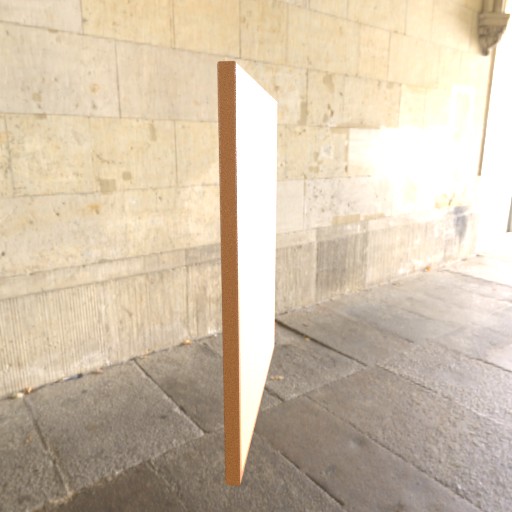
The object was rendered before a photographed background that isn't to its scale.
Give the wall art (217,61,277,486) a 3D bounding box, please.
[{"bbox_3d":[0.000,0.000,0.768,0.021,0.550,0.449,2,14,8],"label":"wall art"}]
